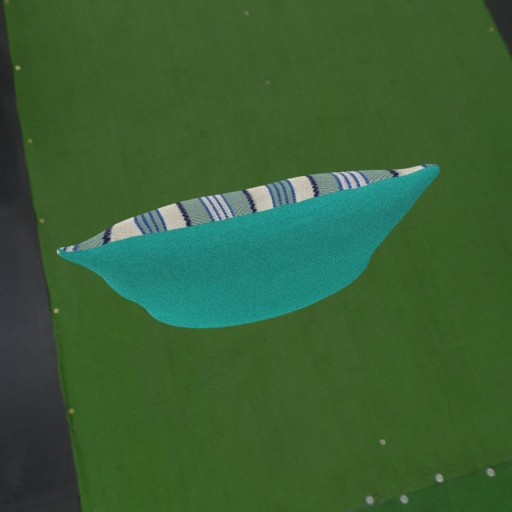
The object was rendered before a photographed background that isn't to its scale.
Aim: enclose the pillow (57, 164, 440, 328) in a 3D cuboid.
[{"bbox_3d":[0.000,0.000,0.689,0.440,0.441,0.182,-13,76,-3],"label":"pillow"}]
